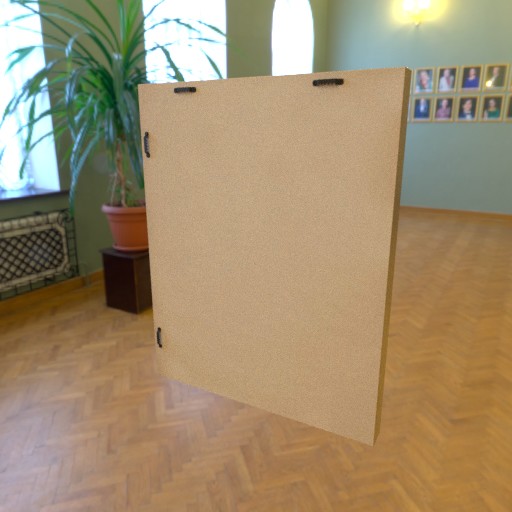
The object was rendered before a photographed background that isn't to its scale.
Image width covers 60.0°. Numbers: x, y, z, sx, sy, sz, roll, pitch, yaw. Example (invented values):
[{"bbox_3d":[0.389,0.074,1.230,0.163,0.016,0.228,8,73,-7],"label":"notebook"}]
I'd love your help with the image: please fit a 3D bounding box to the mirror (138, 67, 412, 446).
[{"bbox_3d":[0.000,0.000,0.679,0.406,0.509,0.041,9,18,28],"label":"mirror"}]
